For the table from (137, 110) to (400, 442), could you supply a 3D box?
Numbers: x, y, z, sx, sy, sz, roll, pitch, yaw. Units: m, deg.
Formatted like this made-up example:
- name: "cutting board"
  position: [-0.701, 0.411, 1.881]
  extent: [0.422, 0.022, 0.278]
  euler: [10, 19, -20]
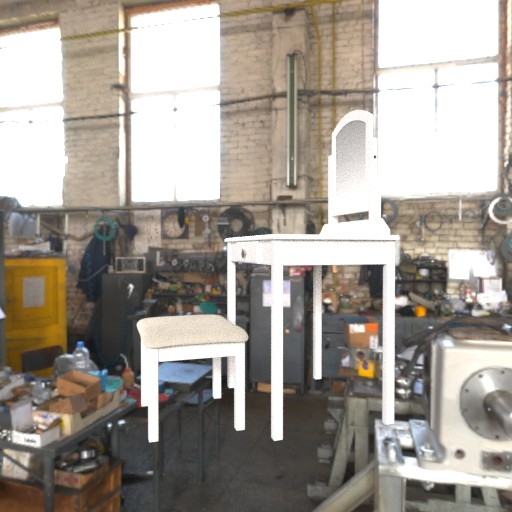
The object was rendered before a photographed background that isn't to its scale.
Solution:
- name: "table"
  position: [0.000, 0.000, 2.362]
  extent: [1.211, 1.631, 0.876]
  euler: [0, 1, -18]
